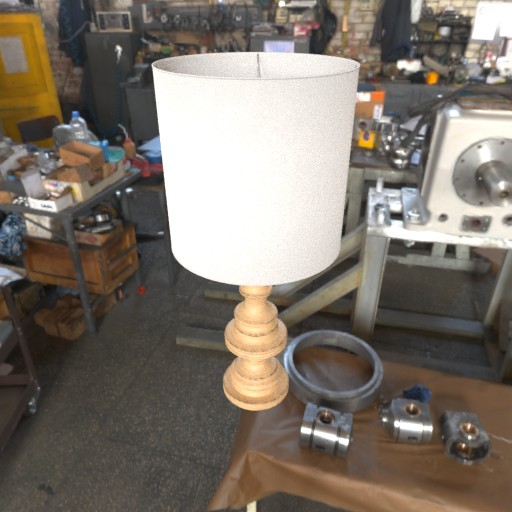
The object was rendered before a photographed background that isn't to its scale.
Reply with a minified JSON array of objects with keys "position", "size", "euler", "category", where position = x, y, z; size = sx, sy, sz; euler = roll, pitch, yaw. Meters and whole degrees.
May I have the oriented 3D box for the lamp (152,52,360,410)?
[{"position":[0.000,0.000,0.565],"size":[0.208,0.455,0.208],"euler":[-9,31,-16],"category":"lamp"}]
